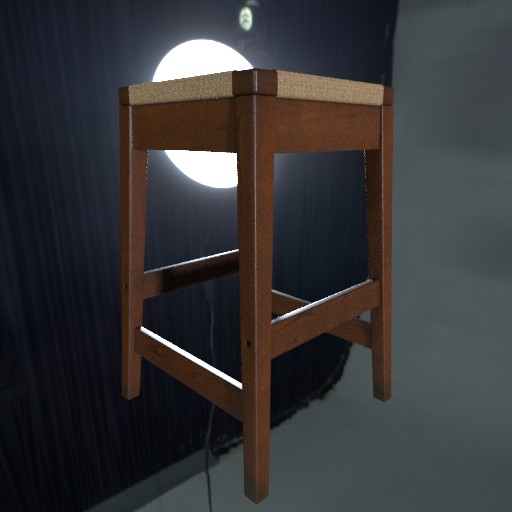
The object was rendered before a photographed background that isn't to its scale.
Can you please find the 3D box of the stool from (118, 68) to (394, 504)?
[{"bbox_3d":[0.000,0.000,1.062,0.497,0.762,0.507,-15,21,-43],"label":"stool"}]
